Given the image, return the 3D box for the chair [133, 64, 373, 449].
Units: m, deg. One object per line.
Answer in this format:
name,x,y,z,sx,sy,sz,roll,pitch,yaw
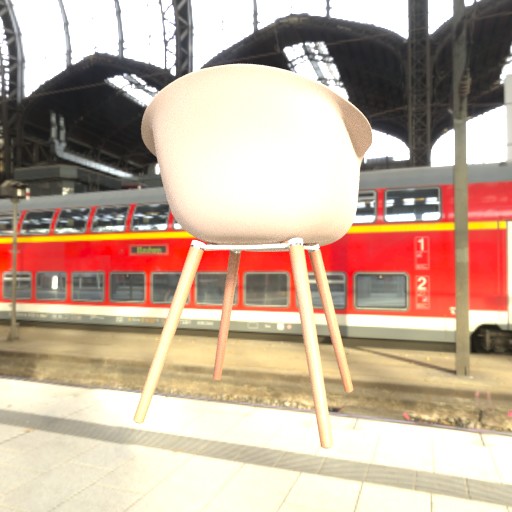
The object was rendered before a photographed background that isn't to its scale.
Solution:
chair,0.000,0.000,1.151,0.593,0.781,0.504,0,-1,19
